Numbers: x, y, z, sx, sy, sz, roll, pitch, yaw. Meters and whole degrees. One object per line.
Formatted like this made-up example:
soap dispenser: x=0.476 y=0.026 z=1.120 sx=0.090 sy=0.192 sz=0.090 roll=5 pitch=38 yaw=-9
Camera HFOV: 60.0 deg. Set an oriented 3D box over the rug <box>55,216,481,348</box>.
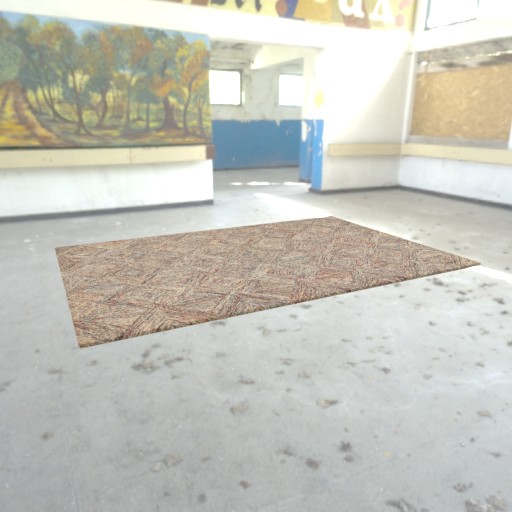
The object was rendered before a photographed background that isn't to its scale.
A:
rug: x=0.000 y=0.000 z=2.840 sx=2.285 sy=0.019 sz=1.523 roll=-8 pitch=19 yaw=-25
